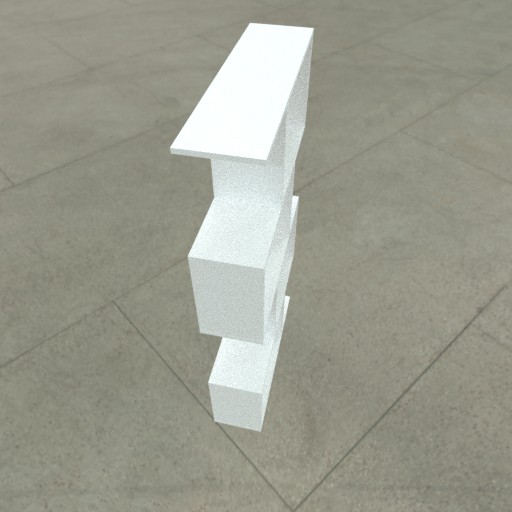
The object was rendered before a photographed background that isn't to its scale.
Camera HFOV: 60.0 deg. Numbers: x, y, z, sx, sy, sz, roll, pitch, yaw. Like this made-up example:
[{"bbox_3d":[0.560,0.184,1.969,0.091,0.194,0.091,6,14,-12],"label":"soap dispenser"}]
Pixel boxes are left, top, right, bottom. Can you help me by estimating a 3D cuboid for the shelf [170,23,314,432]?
[{"bbox_3d":[0.000,0.000,1.997,0.250,1.650,0.890,9,47,9],"label":"shelf"}]
